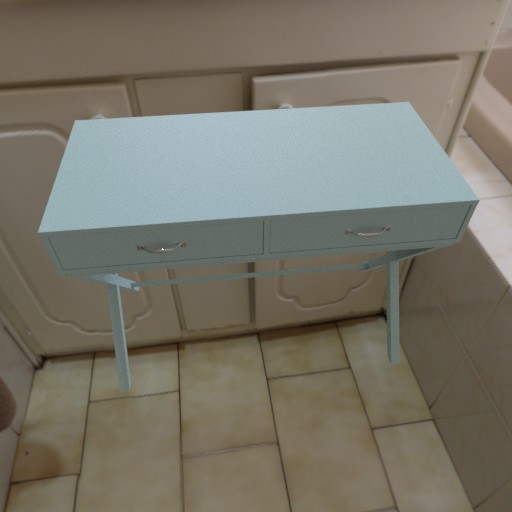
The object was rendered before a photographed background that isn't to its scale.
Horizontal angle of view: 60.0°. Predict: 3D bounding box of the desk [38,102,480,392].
[{"bbox_3d":[0.000,0.000,1.500,1.057,0.780,0.525,-5,46,-4],"label":"desk"}]
